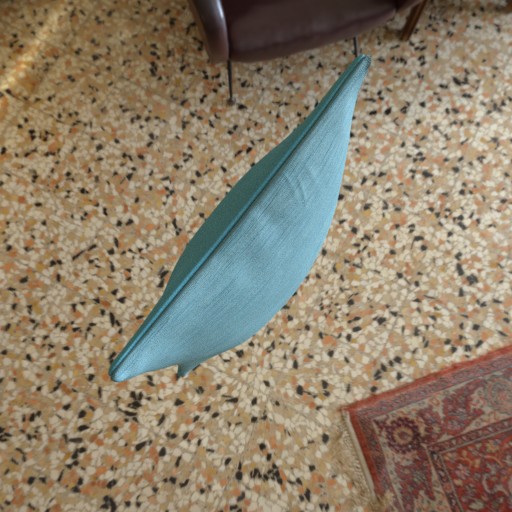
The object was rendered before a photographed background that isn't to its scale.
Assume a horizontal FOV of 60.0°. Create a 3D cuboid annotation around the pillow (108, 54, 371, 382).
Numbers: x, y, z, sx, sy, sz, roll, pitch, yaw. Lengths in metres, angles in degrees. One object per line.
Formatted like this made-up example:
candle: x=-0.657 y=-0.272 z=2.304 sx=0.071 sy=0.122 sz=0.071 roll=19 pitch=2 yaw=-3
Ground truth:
pillow: x=0.000 y=0.000 z=0.638 sx=0.151 sy=0.415 sz=0.433 roll=36 pitch=78 yaw=9
